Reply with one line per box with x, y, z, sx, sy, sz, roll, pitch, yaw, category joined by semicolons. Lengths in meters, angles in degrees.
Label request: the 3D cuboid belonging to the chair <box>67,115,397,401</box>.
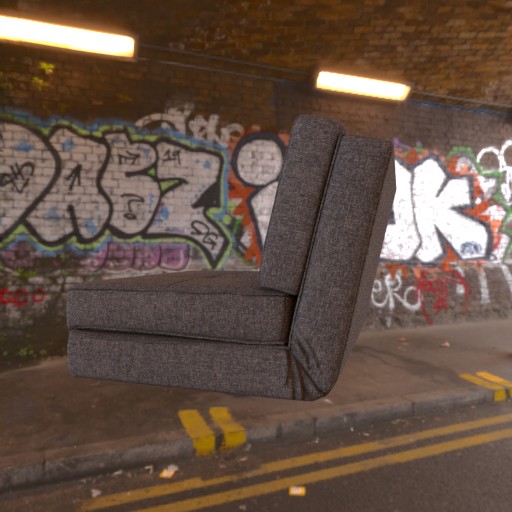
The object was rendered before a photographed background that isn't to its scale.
0.000;0.000;1.334;0.800;0.615;0.740;0;1;18;chair
